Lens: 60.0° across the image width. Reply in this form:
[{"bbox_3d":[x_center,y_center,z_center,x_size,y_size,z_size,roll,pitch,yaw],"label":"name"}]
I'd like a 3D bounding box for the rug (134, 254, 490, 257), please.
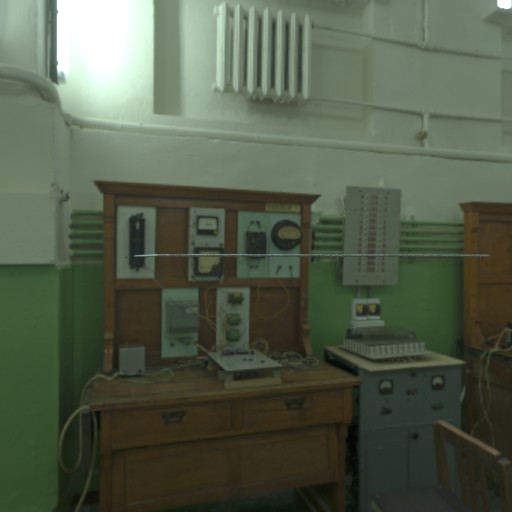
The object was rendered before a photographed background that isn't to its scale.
[{"bbox_3d":[0.000,0.000,2.984,1.512,0.009,2.457,0,0,-17],"label":"rug"}]
